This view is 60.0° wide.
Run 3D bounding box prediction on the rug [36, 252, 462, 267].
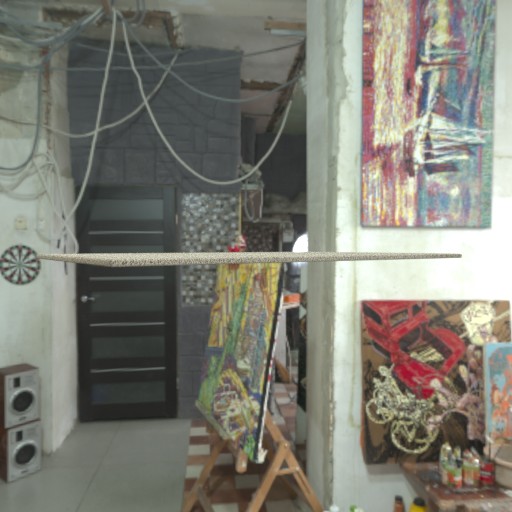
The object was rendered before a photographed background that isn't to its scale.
[{"bbox_3d":[0.000,0.000,2.976,2.438,0.030,1.524,-1,1,-36],"label":"rug"}]
